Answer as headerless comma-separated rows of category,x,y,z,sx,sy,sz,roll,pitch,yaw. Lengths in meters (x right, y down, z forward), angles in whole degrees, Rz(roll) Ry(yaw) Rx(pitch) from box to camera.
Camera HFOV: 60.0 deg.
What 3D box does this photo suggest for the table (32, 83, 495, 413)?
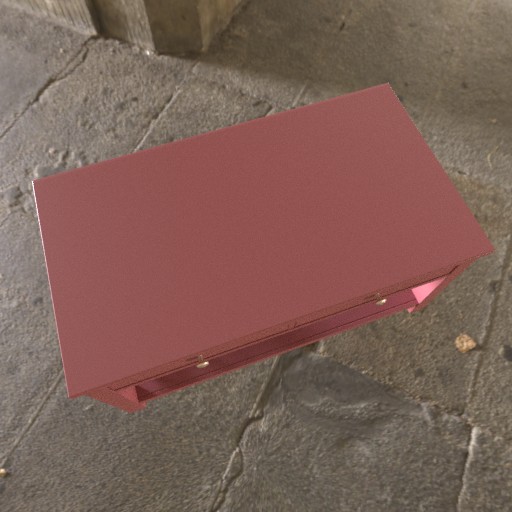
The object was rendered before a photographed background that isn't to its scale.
table,0.000,0.000,1.375,1.068,0.493,0.612,-18,66,-8
